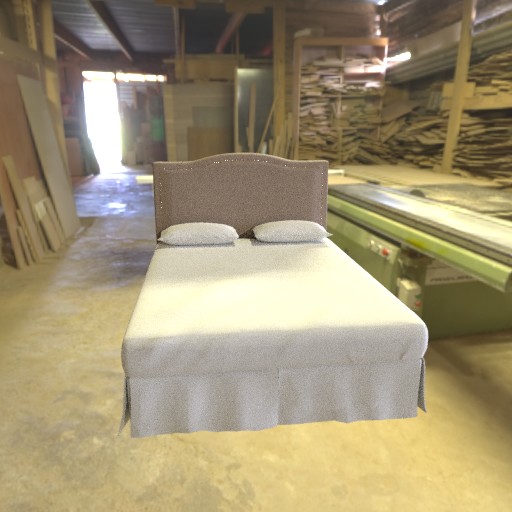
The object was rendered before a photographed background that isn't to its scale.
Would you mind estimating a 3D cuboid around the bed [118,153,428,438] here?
[{"bbox_3d":[0.000,0.000,3.420,1.821,1.436,2.282,-2,16,-7],"label":"bed"}]
